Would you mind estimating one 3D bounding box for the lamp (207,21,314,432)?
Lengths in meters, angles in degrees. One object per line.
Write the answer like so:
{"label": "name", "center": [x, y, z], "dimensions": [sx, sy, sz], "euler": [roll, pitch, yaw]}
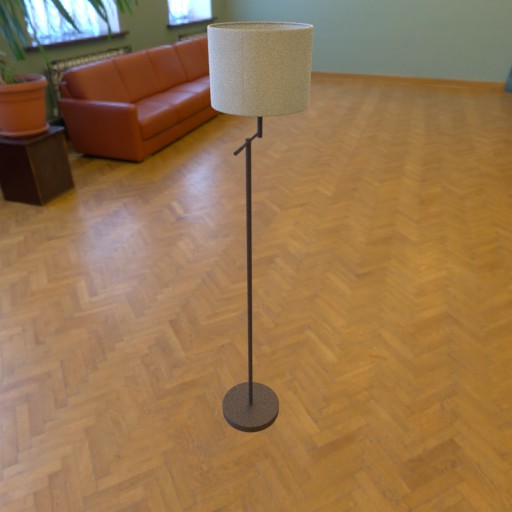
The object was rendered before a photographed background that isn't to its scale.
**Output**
{"label": "lamp", "center": [0.000, 0.000, 1.736], "dimensions": [0.324, 1.600, 0.416], "euler": [9, 33, 15]}
